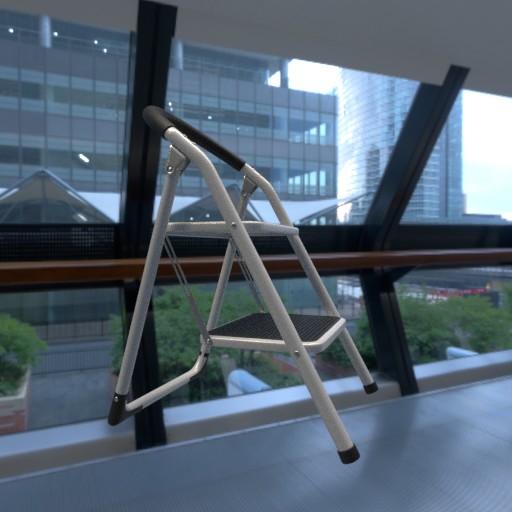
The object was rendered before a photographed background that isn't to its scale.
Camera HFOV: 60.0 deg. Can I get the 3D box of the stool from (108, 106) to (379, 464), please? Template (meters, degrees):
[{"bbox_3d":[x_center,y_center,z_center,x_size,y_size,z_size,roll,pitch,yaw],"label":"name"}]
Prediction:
[{"bbox_3d":[0.000,0.000,1.100,0.559,0.760,0.453,0,1,20],"label":"stool"}]
